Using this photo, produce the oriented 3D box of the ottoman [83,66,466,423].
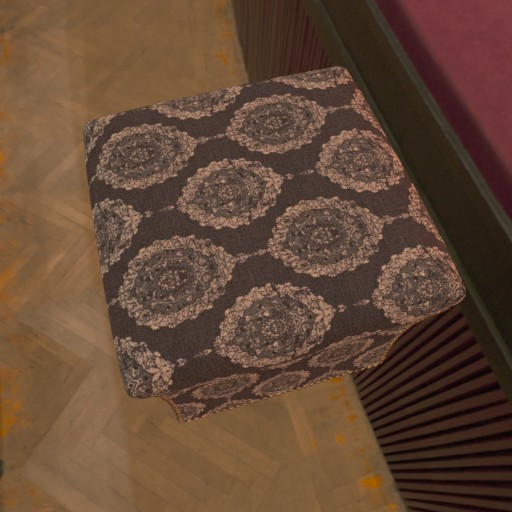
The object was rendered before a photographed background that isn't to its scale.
[{"bbox_3d":[0.000,0.000,0.871,0.507,0.475,0.497,-14,65,-7],"label":"ottoman"}]
